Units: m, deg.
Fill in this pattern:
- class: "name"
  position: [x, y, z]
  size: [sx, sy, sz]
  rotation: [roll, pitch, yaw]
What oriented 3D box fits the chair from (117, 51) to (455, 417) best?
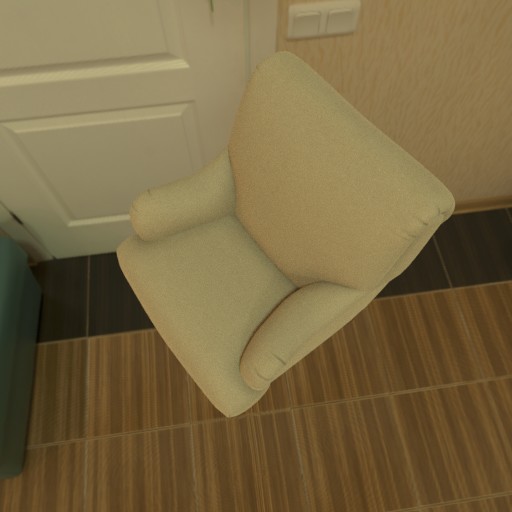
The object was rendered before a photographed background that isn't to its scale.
- class: "chair"
  position: [0.000, 0.000, 1.568]
  size: [0.842, 0.942, 0.766]
  rotation: [-34, 69, -15]
